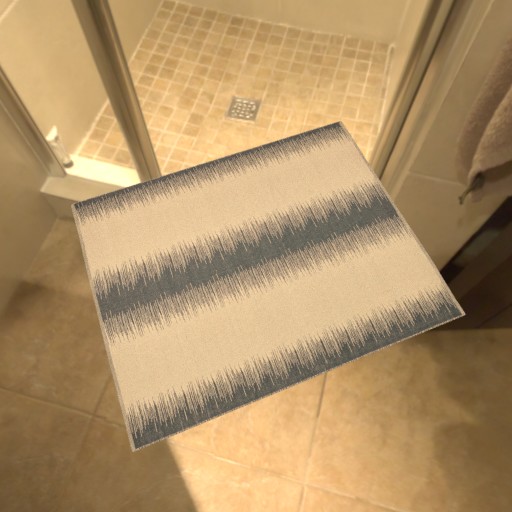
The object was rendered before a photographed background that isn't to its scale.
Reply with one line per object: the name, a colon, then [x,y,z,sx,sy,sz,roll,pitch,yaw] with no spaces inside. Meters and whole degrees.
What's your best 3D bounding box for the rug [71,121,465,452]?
rug: [0.000,0.000,4.183,3.037,0.004,2.453,-19,65,-10]
